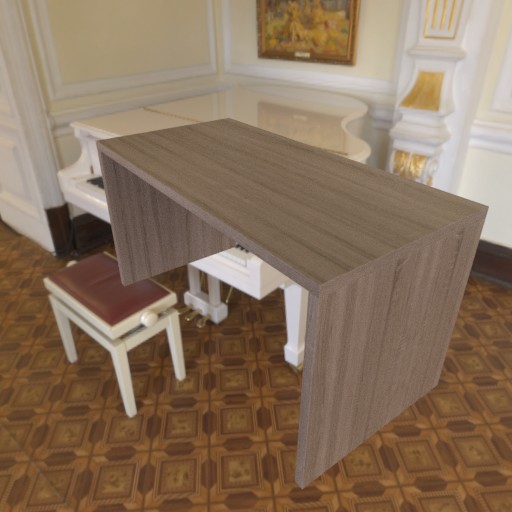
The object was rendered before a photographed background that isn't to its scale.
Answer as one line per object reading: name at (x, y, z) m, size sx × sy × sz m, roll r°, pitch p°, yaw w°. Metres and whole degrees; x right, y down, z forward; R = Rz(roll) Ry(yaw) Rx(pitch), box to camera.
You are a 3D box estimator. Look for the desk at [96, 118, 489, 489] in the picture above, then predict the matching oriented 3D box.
desk at (0.000, 0.000, 1.797) m, size 0.690 × 0.745 × 1.380 m, roll -21°, pitch 36°, yaw -31°
